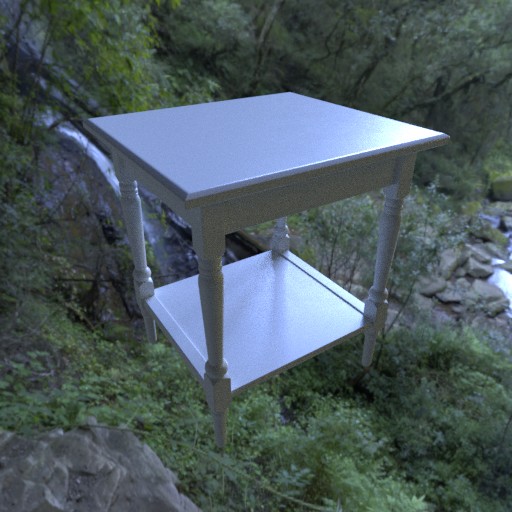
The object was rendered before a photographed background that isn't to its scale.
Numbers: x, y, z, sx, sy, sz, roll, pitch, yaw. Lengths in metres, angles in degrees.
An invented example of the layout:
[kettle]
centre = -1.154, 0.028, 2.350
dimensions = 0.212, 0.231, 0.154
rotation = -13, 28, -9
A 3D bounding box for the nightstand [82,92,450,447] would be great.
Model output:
[nightstand]
centre = 0.000, 0.000, 0.952
dimensions = 0.505, 0.555, 0.459
rotation = -19, 35, -28
